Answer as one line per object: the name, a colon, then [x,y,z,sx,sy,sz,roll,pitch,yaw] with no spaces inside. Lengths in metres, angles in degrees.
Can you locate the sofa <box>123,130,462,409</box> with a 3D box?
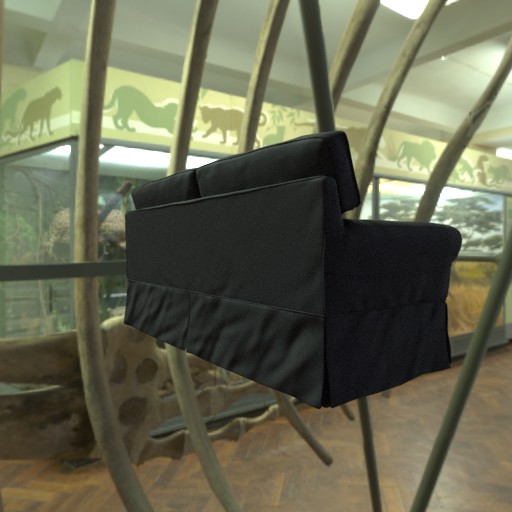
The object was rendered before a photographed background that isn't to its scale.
sofa: [0.000,0.000,2.790,0.983,1.094,2.256,-1,2,-35]
